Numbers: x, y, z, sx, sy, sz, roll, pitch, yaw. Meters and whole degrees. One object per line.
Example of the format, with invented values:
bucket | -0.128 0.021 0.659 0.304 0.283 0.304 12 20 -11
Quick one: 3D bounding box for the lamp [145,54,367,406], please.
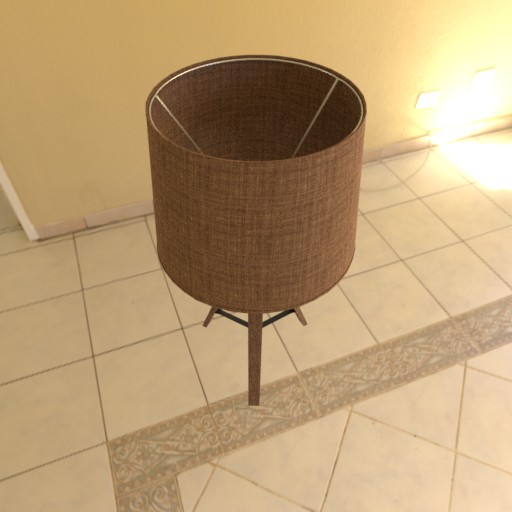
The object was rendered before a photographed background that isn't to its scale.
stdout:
lamp | 0.000 0.000 0.688 0.290 0.514 0.290 0 46 0
